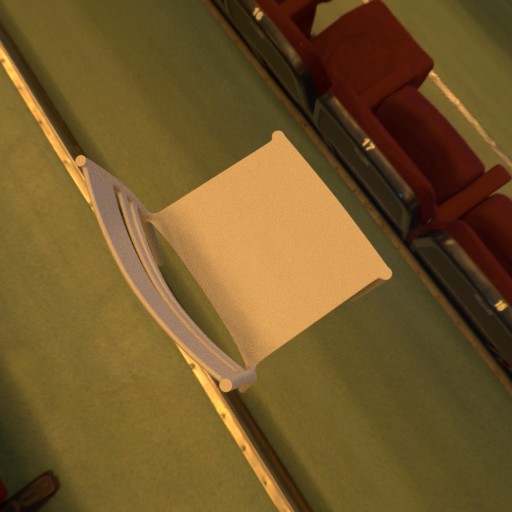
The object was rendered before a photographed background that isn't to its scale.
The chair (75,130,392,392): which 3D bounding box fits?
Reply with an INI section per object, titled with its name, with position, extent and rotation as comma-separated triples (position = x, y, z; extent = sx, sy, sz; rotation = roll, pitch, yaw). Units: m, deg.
[chair]
position = 0.000, 0.000, 1.129
extent = 0.511, 0.800, 0.531
rotation = -34, 78, -8
